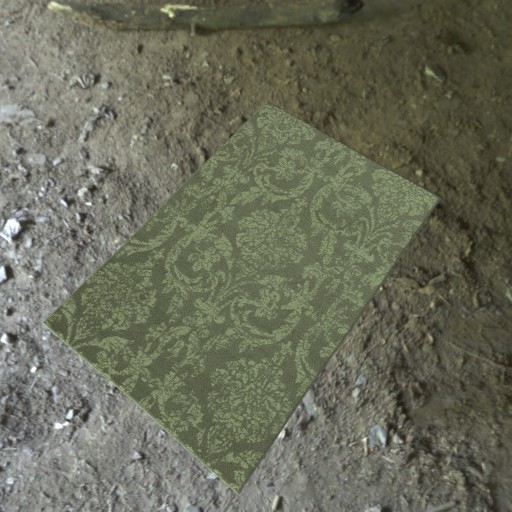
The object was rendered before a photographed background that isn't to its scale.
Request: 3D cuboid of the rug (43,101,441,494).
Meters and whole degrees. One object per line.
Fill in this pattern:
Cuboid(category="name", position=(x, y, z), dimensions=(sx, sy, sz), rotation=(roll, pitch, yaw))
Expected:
Cuboid(category="rug", position=(0.000, 0.000, 2.300), dimensions=(1.206, 0.012, 1.824), rotation=(34, 68, 16))
